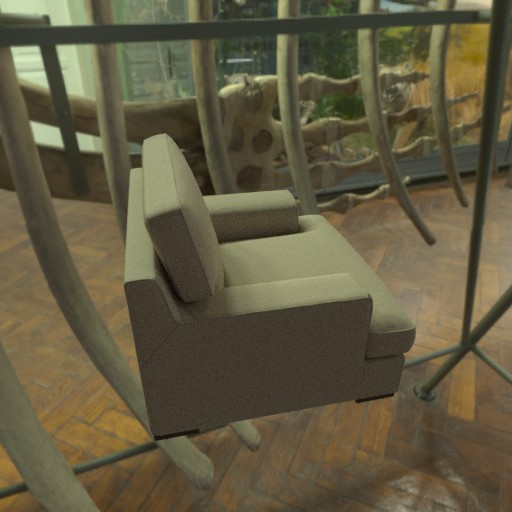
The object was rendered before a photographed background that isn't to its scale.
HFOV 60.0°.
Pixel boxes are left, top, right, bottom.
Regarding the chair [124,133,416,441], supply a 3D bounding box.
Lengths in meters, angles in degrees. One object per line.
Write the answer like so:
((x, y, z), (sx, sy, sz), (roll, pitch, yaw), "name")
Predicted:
((0.000, 0.000, 2.158), (1.274, 1.005, 1.293), (-10, 32, -18), "chair")
